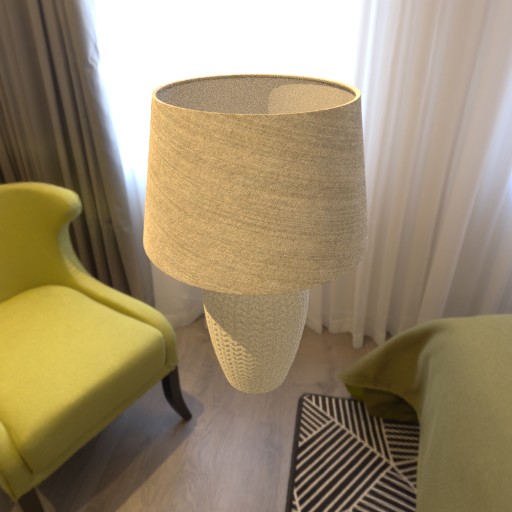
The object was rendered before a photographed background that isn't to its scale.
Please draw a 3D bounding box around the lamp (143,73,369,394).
[{"bbox_3d":[0.000,0.000,0.812,0.390,0.580,0.390,0,31,0],"label":"lamp"}]
